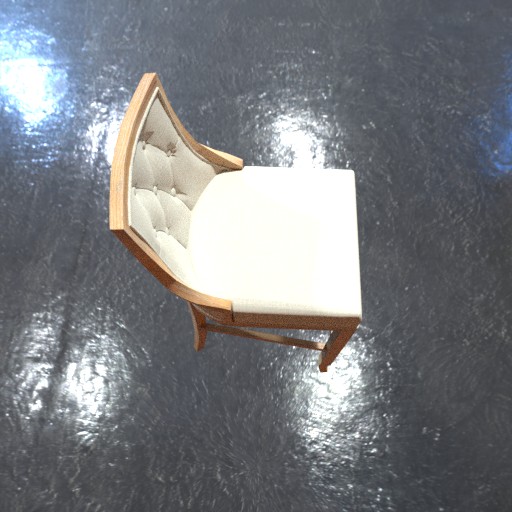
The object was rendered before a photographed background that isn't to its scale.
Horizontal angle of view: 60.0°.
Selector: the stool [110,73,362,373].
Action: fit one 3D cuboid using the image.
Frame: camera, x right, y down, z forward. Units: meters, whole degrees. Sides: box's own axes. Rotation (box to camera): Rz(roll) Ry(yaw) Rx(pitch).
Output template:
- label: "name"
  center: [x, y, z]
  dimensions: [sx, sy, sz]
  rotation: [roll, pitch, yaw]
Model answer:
- label: "stool"
  center: [0.000, 0.000, 1.472]
  dimensions: [0.626, 1.101, 0.524]
  rotation: [3, 65, 1]
